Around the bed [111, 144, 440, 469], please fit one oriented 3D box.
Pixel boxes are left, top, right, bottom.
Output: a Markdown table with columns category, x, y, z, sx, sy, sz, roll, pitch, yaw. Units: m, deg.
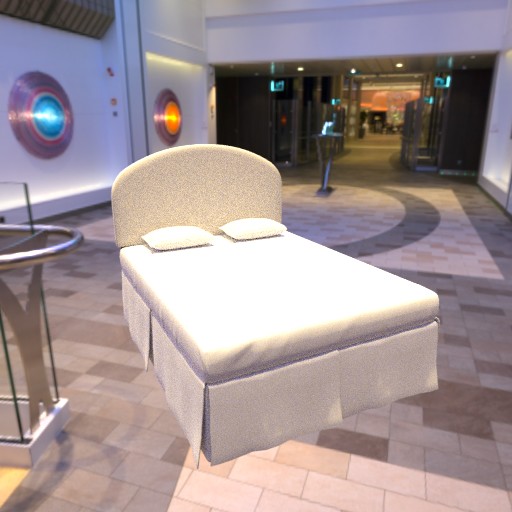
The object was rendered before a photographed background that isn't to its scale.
| category | x | y | z | sx | sy | sz | roll | pitch | yaw |
| --- | --- | --- | --- | --- | --- | --- | --- | --- | --- |
| bed | 0.000 | 0.000 | 3.054 | 1.607 | 1.410 | 2.005 | -9 | 19 | -26 |
